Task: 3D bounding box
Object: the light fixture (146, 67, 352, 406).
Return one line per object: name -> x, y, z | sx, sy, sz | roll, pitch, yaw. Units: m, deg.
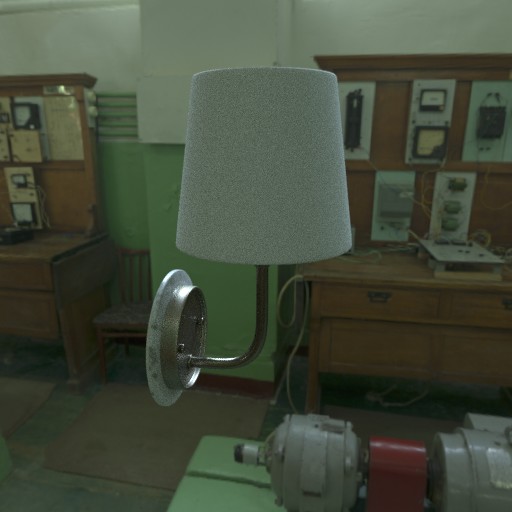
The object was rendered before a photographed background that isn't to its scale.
light fixture -> 0.000, 0.000, 0.448 | 0.188, 0.337, 0.168 | 3, 15, 9
